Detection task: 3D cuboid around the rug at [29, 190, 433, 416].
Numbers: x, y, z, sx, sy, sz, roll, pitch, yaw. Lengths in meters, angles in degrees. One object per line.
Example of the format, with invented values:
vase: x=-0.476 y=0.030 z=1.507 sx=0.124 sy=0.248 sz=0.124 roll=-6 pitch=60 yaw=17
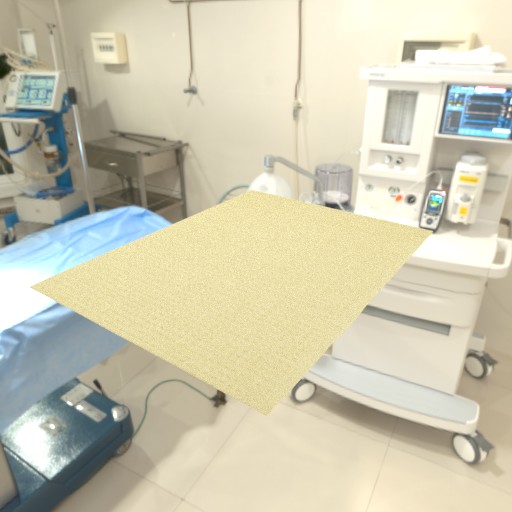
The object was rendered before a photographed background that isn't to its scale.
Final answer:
rug: x=0.000 y=0.000 z=4.287 sx=2.452 sy=0.016 sz=3.204 roll=18 pitch=32 yaw=31
